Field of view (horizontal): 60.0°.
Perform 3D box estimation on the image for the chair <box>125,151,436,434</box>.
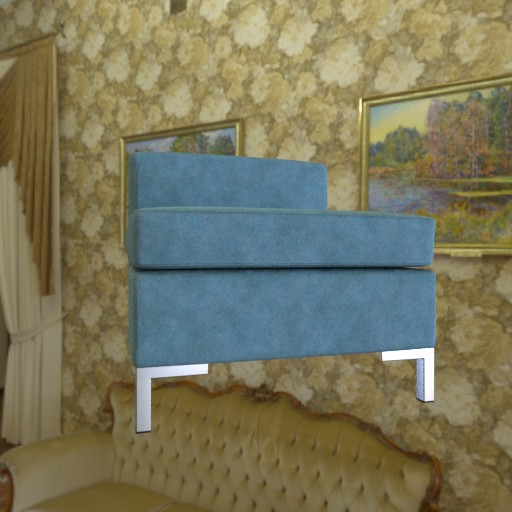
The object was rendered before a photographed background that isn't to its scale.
[{"bbox_3d":[0.000,0.000,1.213,0.684,0.660,0.685,0,0,-16],"label":"chair"}]
